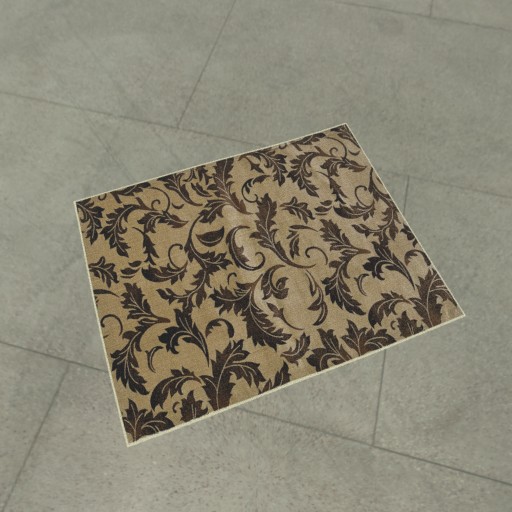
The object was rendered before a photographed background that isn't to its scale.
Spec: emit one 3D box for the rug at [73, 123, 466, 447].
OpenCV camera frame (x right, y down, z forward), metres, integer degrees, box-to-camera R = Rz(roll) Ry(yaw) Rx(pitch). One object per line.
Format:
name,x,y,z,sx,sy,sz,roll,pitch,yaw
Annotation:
rug,0.000,0.000,4.075,2.977,0.008,2.380,-18,64,-9
